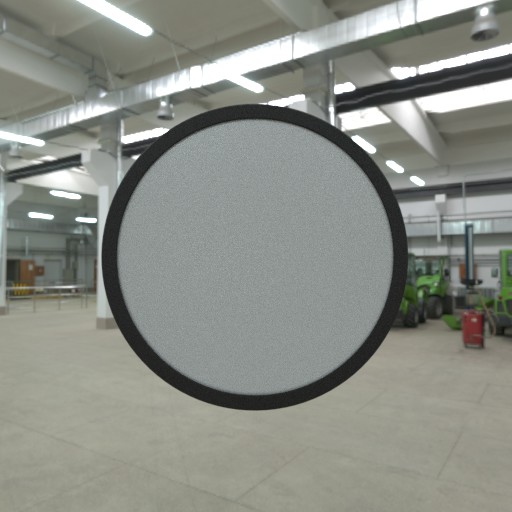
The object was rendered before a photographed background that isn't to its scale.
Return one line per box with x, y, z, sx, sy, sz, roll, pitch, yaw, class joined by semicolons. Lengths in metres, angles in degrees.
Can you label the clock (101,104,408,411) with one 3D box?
0.000;0.000;0.438;0.293;0.293;0.040;0;-2;-2;clock
